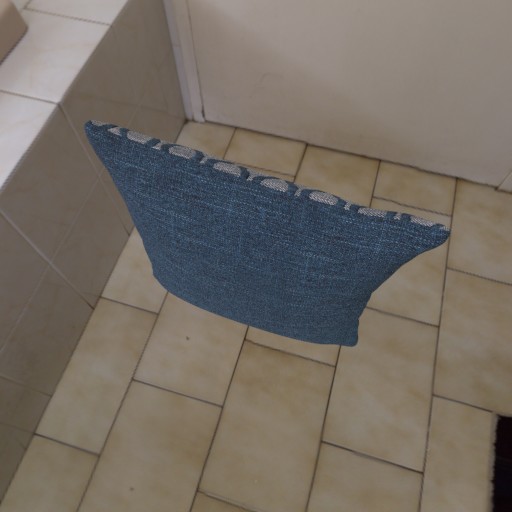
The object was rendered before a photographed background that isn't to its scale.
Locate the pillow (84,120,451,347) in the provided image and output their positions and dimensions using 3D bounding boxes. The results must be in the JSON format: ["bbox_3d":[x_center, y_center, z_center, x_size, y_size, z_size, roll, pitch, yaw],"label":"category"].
[{"bbox_3d":[0.000,0.000,0.684,0.435,0.435,0.159,17,64,8],"label":"pillow"}]
